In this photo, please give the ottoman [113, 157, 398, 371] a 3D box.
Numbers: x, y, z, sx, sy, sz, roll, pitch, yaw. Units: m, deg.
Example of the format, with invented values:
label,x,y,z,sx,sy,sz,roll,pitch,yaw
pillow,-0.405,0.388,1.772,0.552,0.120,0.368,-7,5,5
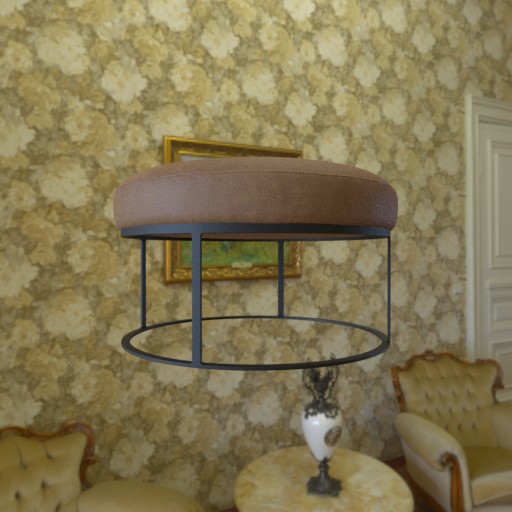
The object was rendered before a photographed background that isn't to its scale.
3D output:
label,x,y,z,sx,sy,sz,roll,pitch,yaw
ottoman,0.000,0.000,1.263,0.771,0.460,0.771,0,0,0
